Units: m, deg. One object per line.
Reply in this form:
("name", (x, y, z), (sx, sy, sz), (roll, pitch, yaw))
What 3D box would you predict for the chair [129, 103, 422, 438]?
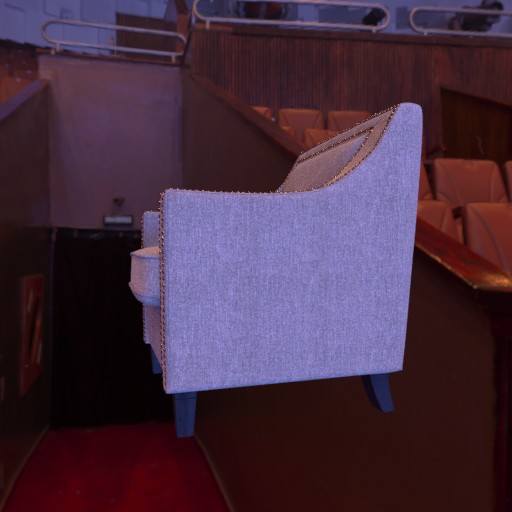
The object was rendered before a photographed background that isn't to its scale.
("chair", (0.000, 0.000, 1.619), (0.884, 0.967, 0.776), (0, 1, -19))
